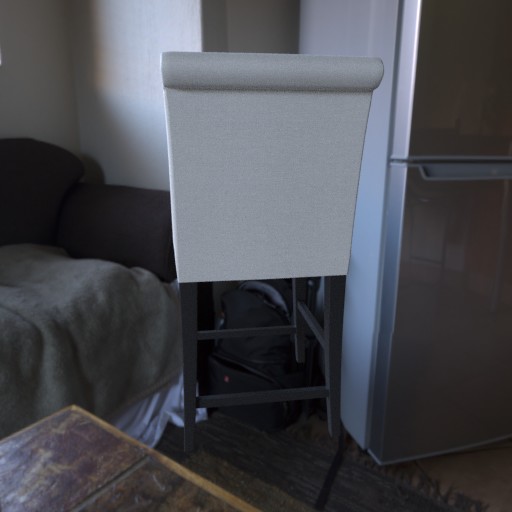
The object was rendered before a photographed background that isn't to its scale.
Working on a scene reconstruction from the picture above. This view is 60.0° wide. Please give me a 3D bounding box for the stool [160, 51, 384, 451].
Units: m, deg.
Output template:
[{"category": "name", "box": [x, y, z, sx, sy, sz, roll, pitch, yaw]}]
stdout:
[{"category": "stool", "box": [0.000, 0.000, 1.258, 0.452, 0.976, 0.597, -2, 16, -8]}]
